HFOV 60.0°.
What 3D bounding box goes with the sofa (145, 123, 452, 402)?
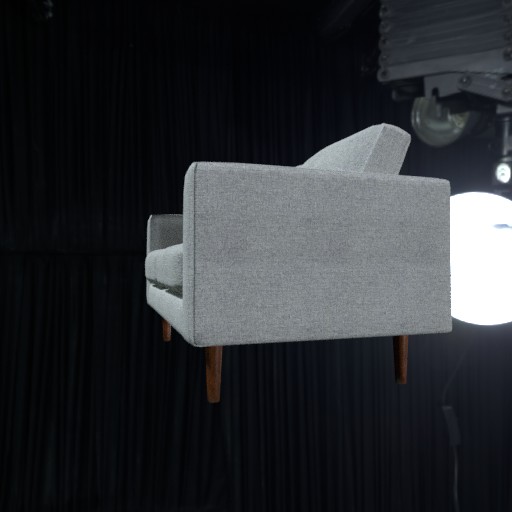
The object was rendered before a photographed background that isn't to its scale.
[{"bbox_3d":[0.000,0.000,2.151,0.969,0.973,1.527,0,-2,-18],"label":"sofa"}]
